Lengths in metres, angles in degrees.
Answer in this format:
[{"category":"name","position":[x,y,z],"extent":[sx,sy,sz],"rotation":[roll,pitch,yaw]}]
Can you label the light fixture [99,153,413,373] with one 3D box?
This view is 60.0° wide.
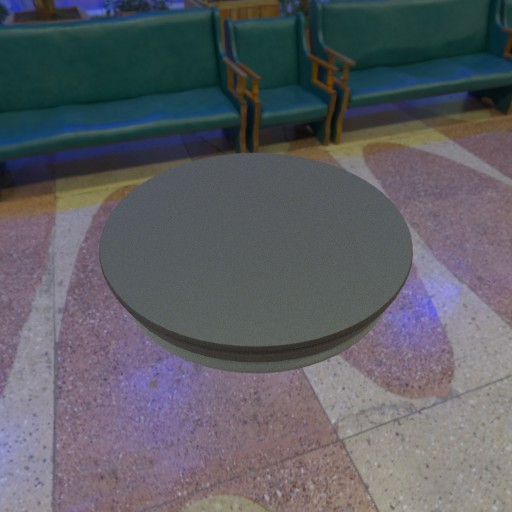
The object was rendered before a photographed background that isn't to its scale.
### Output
[{"category":"light fixture","position":[0.000,0.000,0.568],"extent":[0.368,0.100,0.368],"rotation":[0,41,0]}]
